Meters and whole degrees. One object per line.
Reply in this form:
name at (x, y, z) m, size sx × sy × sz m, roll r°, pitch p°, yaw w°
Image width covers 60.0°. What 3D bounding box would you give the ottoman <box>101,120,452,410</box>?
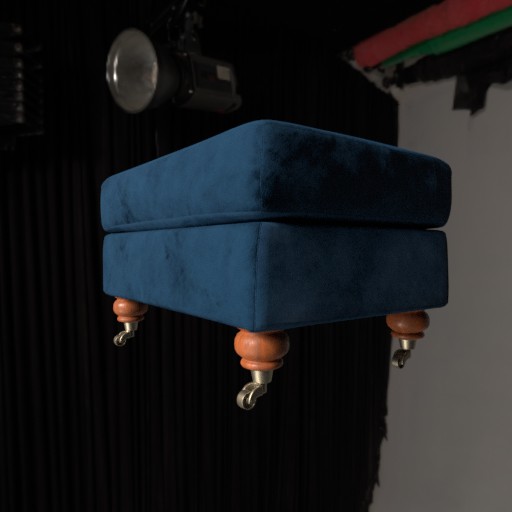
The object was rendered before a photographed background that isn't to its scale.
ottoman at (0.000, 0.000, 1.127) m, size 0.572 × 0.503 × 0.773 m, roll -1°, pitch 1°, yaw -37°
